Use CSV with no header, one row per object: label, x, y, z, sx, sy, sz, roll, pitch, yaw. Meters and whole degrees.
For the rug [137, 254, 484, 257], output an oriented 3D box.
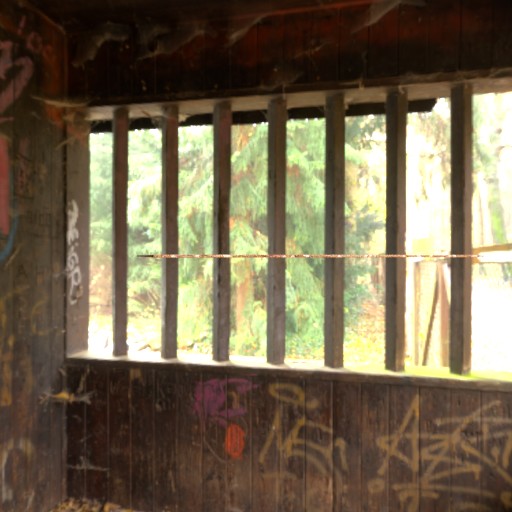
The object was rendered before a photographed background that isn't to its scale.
rug,0.000,0.000,3.028,1.517,0.011,2.435,0,0,-16
